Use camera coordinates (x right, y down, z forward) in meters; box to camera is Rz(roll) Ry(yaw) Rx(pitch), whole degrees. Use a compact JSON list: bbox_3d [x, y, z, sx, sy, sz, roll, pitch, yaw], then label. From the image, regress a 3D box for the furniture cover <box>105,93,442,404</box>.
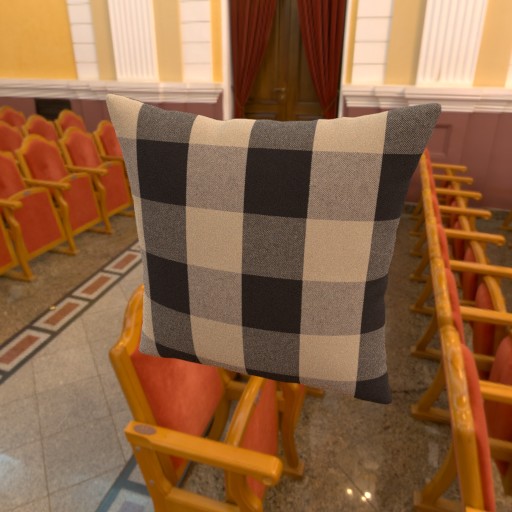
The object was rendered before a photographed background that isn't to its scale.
[{"bbox_3d":[0.000,0.000,0.754,0.511,0.509,0.161,7,26,16],"label":"furniture cover"}]
